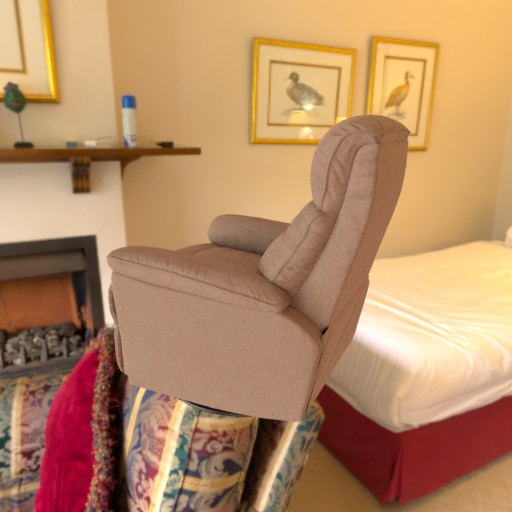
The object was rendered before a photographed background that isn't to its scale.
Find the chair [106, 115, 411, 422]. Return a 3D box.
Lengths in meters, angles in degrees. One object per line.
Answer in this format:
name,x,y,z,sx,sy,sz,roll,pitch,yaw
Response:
chair,0.000,0.000,1.727,1.004,1.037,0.820,7,17,25
